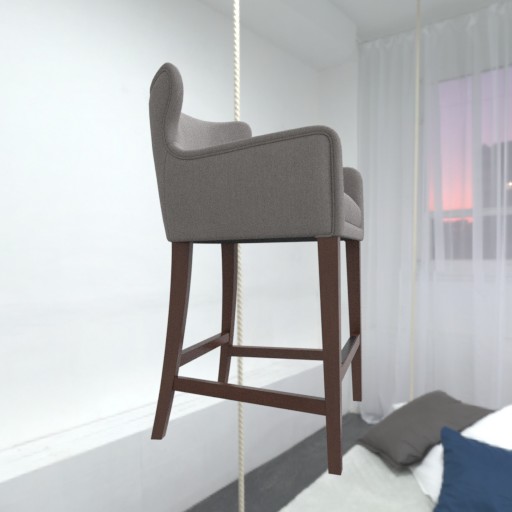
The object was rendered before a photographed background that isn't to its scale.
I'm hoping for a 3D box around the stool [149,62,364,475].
[{"bbox_3d":[0.000,0.000,1.299,0.575,0.951,0.575,0,1,18],"label":"stool"}]
